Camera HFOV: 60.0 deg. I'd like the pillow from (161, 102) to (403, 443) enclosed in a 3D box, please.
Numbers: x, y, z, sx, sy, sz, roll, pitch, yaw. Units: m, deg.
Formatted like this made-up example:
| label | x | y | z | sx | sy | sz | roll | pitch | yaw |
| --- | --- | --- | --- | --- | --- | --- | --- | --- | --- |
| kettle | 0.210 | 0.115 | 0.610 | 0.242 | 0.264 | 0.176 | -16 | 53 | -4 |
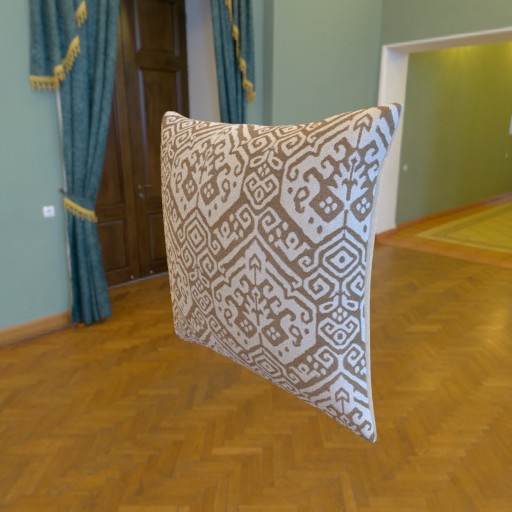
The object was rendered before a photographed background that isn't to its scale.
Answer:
| label | x | y | z | sx | sy | sz | roll | pitch | yaw |
| --- | --- | --- | --- | --- | --- | --- | --- | --- | --- |
| pillow | 0.000 | 0.000 | 0.642 | 0.419 | 0.407 | 0.173 | 16 | 23 | 42 |
